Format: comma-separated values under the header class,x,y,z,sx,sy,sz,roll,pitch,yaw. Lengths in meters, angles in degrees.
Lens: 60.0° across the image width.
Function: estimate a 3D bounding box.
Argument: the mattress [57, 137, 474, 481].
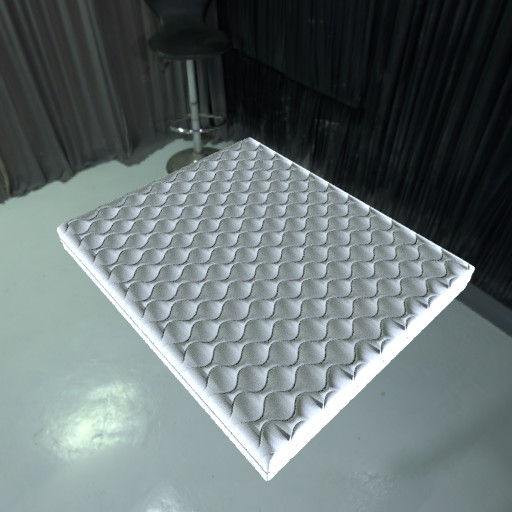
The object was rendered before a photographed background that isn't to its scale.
class,x,y,z,sx,sy,sz,roll,pitch,yaw
mattress,0.000,0.000,2.642,1.600,0.200,1.900,-33,53,-28
